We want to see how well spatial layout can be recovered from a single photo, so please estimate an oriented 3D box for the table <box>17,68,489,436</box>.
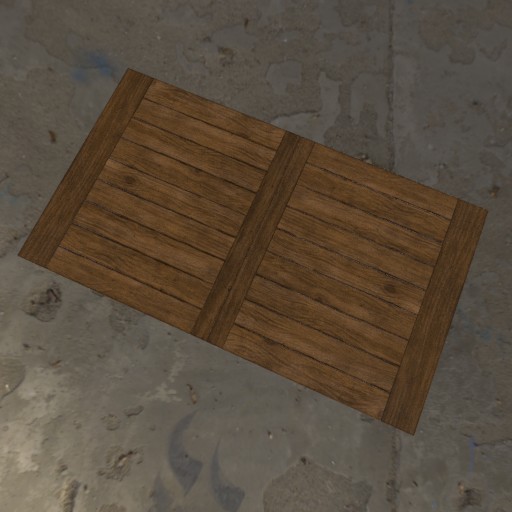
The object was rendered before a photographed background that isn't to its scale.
[{"bbox_3d":[0.000,0.000,2.131,1.641,0.757,0.931,23,77,6],"label":"table"}]
